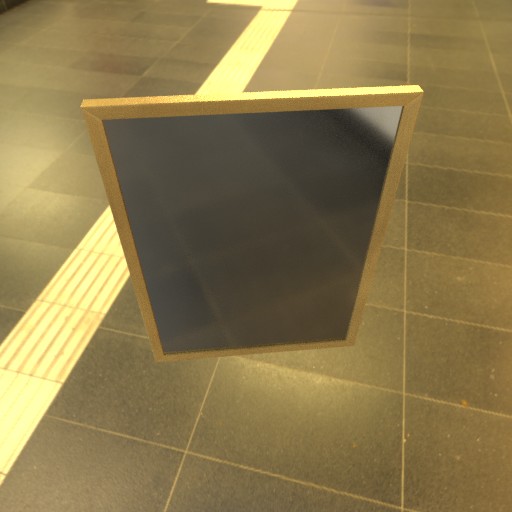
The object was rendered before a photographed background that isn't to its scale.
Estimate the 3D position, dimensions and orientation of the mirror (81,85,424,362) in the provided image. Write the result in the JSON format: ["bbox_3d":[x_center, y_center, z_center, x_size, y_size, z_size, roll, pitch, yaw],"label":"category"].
[{"bbox_3d":[0.000,0.000,1.351,0.762,1.016,0.040,-4,45,-4],"label":"mirror"}]
